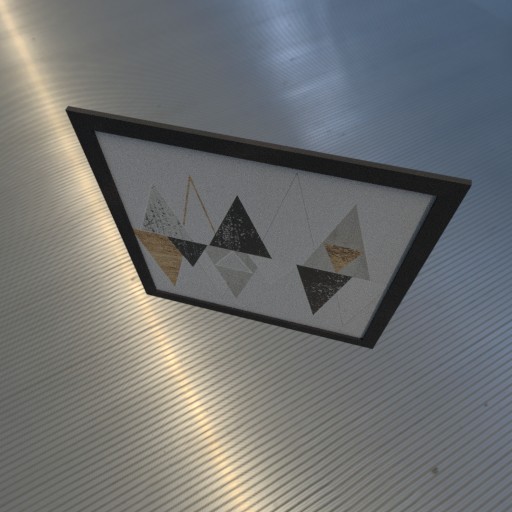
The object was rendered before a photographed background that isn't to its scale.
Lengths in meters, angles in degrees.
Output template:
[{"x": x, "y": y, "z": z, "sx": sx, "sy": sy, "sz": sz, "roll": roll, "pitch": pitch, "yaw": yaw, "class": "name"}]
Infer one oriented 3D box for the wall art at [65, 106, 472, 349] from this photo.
[{"x": 0.000, "y": 0.000, "z": 1.221, "sx": 0.823, "sy": 0.823, "sz": 0.013, "roll": 12, "pitch": 58, "yaw": 8, "class": "wall art"}]
